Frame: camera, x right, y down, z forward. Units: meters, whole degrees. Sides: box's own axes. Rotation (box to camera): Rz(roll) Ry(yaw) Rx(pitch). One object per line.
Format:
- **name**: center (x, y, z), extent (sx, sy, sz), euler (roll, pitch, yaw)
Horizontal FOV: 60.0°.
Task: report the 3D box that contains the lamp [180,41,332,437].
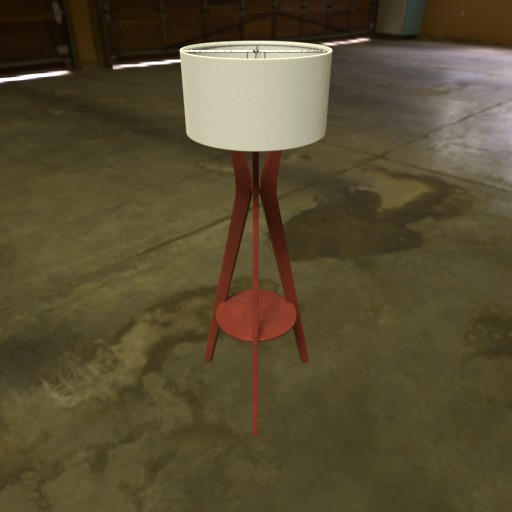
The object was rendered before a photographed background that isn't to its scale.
- **lamp**: center (0.000, 0.000, 1.737), extent (0.539, 1.472, 0.542), euler (0, 31, 1)
